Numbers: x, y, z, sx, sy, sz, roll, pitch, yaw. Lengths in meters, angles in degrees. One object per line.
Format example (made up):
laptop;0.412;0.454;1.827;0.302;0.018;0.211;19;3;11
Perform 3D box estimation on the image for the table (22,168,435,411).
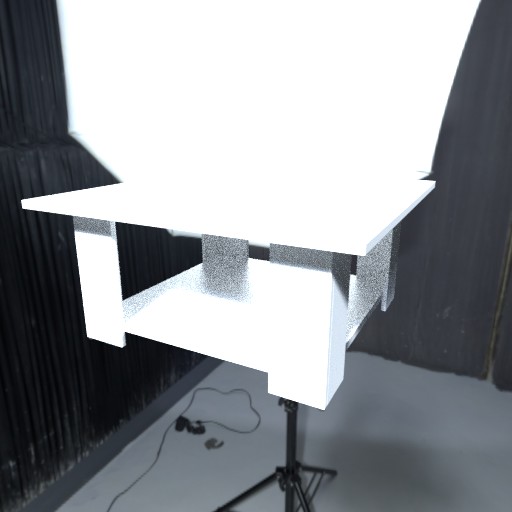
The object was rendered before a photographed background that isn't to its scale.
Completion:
table;0.000;0.000;1.034;0.670;0.305;0.670;9;19;27
